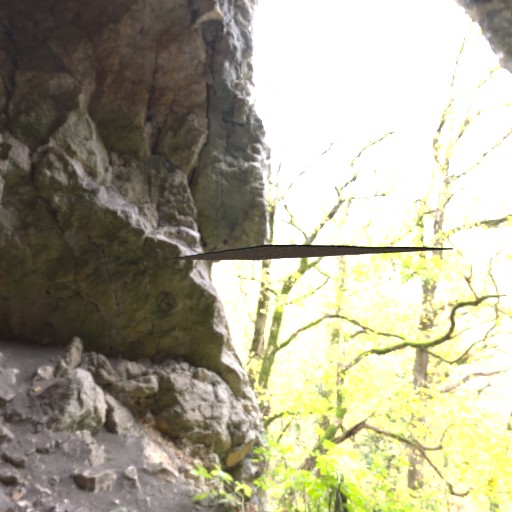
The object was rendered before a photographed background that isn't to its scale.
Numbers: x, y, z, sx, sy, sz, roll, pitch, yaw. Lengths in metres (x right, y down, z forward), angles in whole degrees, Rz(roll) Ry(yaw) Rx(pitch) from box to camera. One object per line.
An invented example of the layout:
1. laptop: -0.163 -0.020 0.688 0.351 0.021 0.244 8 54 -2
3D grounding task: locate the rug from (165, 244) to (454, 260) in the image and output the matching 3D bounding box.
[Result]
1. rug: 0.000 0.000 2.763 0.801 0.010 2.459 1 -2 -19
